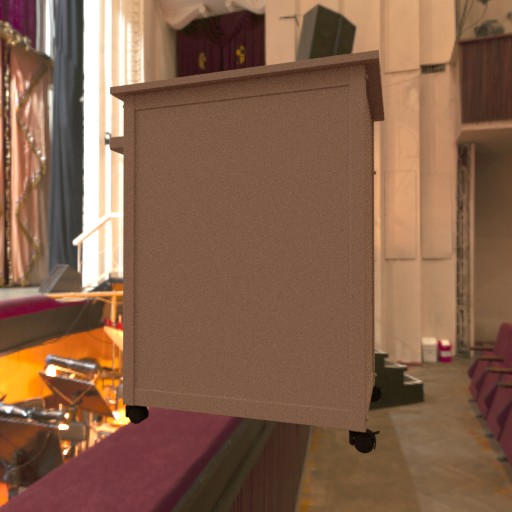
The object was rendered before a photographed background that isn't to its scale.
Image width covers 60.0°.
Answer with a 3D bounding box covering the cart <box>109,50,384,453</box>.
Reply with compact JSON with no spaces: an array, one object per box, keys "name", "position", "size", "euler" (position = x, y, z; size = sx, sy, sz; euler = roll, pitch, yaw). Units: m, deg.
[{"name":"cart","position":[0.000,0.000,1.244],"size":[0.683,0.864,0.442],"euler":[0,-1,18]}]
